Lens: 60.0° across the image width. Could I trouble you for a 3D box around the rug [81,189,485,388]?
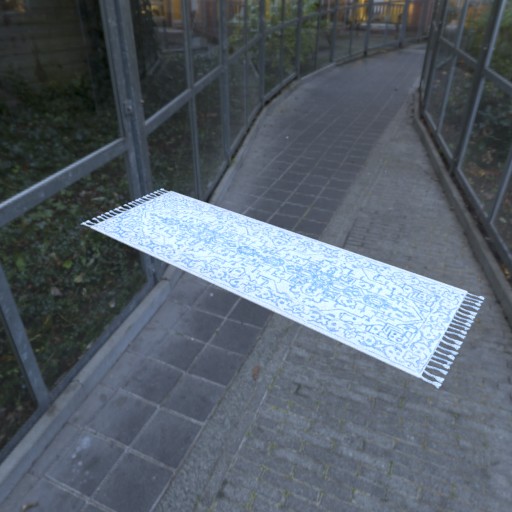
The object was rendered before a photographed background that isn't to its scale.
[{"bbox_3d":[0.000,0.000,2.699,2.449,0.011,0.774,21,38,30],"label":"rug"}]
